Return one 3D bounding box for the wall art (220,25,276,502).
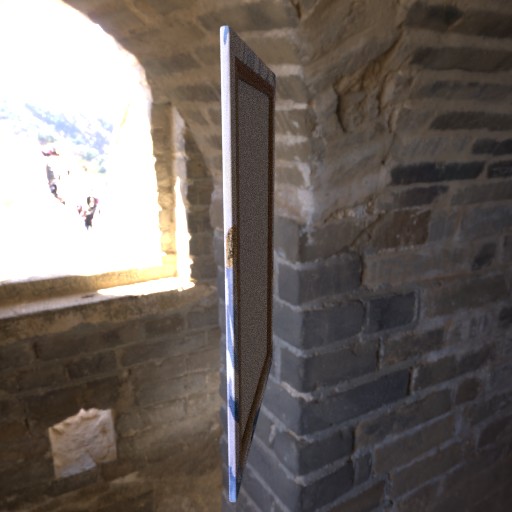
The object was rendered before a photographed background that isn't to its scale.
[{"bbox_3d":[0.000,0.000,1.103,0.016,0.914,0.610,2,16,9],"label":"wall art"}]
